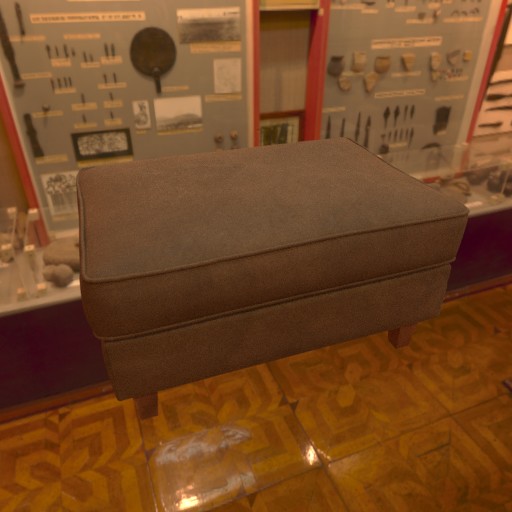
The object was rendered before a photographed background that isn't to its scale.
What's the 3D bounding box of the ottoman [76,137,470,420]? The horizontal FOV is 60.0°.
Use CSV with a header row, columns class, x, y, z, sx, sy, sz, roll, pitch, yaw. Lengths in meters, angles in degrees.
class,x,y,z,sx,sy,sz,roll,pitch,yaw
ottoman,0.000,0.000,1.206,0.860,0.481,0.596,-11,34,-16
